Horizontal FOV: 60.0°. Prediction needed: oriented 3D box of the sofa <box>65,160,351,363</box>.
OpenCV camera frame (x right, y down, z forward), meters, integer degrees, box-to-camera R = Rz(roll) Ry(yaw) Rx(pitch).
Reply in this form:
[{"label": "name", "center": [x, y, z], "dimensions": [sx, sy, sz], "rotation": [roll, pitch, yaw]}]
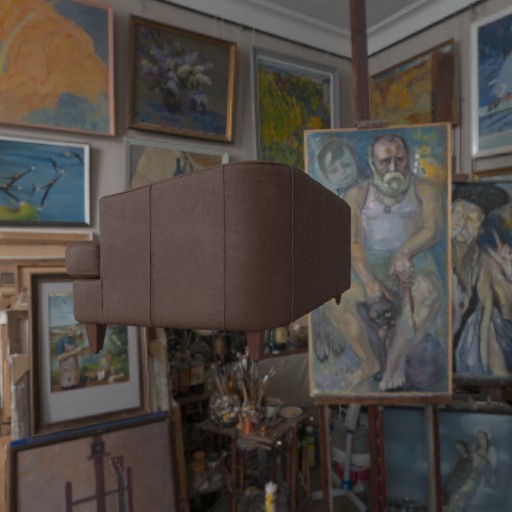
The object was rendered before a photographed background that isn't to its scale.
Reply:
[{"label": "sofa", "center": [0.000, 0.000, 2.697], "dimensions": [0.927, 0.787, 2.227], "rotation": [0, 1, 20]}]
